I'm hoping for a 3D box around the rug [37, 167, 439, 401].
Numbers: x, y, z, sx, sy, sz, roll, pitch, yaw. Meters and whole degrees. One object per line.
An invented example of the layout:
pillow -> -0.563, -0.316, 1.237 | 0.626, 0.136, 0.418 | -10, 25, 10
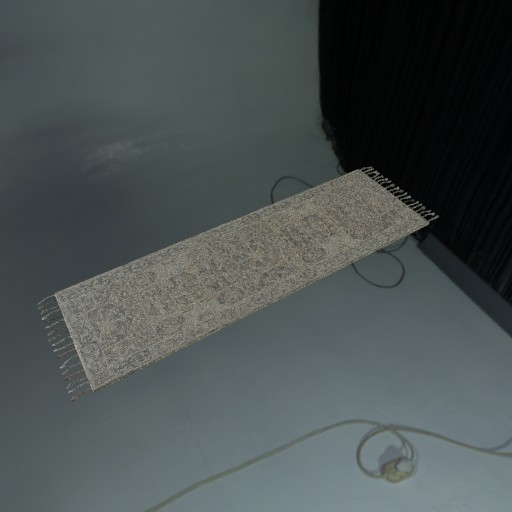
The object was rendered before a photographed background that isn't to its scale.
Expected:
rug -> 0.000, 0.000, 2.939 | 2.664, 0.011, 0.762 | -24, 51, -21
